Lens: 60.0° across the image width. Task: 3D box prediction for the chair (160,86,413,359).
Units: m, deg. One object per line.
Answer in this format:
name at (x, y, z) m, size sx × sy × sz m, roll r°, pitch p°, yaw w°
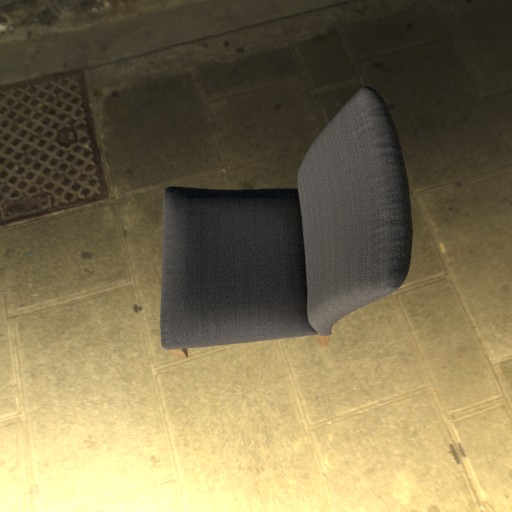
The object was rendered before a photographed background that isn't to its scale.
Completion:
chair at (0.000, 0.000, 1.283) m, size 0.585 × 0.940 × 0.496 m, roll -2°, pitch 73°, yaw -1°
